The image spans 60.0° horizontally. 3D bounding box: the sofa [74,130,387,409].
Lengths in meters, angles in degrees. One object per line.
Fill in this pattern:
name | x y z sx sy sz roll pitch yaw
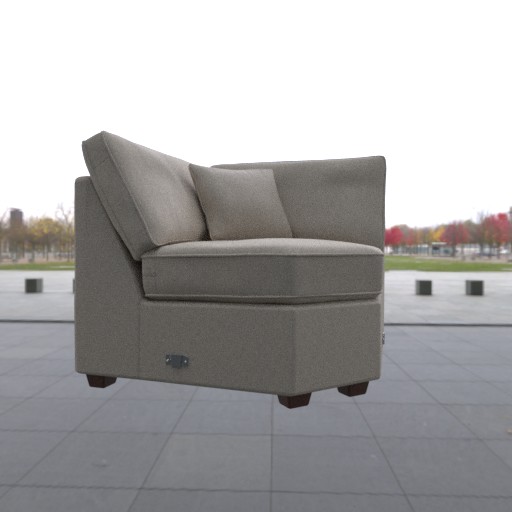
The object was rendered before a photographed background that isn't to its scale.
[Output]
sofa | 0.000 0.000 1.855 1.042 0.937 1.050 0 1 17
